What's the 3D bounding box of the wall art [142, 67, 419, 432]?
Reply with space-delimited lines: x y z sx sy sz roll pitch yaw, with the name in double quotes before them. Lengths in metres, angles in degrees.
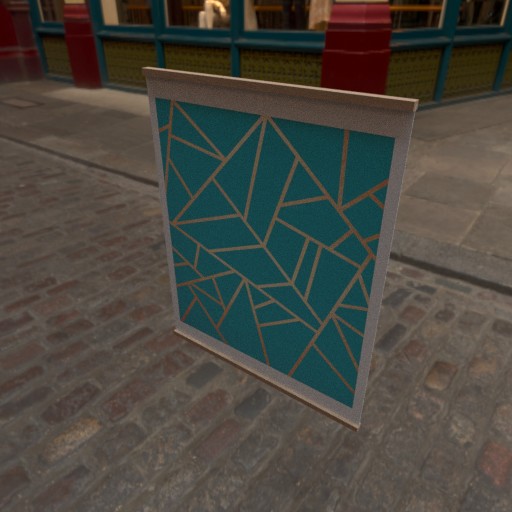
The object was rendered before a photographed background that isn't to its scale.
"wall art" 0.000 0.000 0.683 0.405 0.508 0.012 20 36 30
